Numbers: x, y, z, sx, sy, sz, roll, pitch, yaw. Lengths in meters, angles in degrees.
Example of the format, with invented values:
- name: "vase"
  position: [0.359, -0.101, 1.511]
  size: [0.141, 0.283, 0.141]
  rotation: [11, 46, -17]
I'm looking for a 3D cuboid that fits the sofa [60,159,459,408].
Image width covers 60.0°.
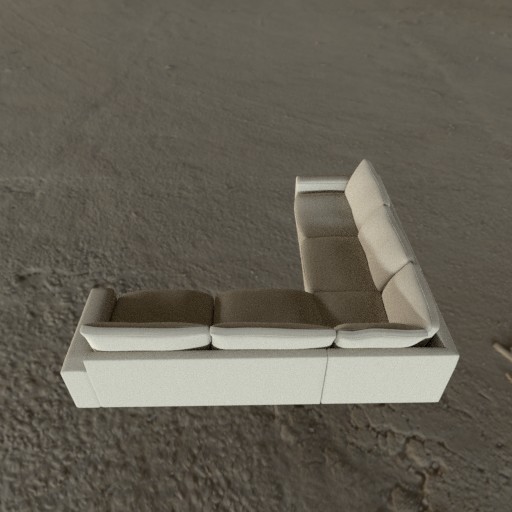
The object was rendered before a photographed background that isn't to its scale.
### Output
- name: "sofa"
  position: [0.000, 0.000, 4.806]
  size: [3.206, 0.918, 3.066]
  rotation: [-1, 40, -1]
